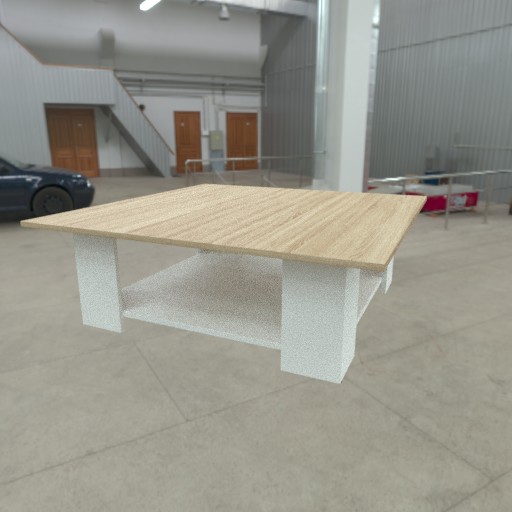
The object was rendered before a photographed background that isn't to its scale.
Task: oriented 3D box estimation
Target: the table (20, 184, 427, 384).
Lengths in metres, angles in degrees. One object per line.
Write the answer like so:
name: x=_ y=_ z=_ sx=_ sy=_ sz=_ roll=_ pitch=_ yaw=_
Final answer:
table: x=0.000 y=0.000 z=1.360 sx=0.890 sy=0.305 sz=0.890 roll=7 pitch=17 yaw=24
